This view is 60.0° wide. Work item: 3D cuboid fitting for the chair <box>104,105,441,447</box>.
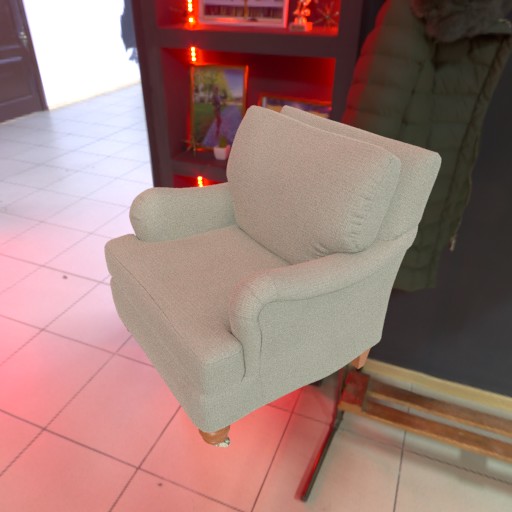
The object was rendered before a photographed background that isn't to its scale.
[{"bbox_3d":[0.000,0.000,1.896,1.070,1.038,0.955,-21,37,-29],"label":"chair"}]
